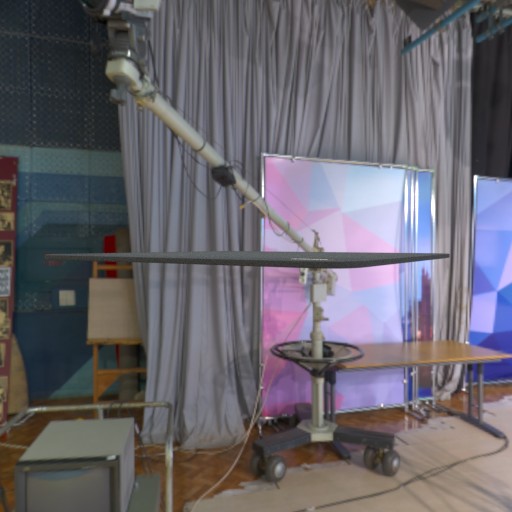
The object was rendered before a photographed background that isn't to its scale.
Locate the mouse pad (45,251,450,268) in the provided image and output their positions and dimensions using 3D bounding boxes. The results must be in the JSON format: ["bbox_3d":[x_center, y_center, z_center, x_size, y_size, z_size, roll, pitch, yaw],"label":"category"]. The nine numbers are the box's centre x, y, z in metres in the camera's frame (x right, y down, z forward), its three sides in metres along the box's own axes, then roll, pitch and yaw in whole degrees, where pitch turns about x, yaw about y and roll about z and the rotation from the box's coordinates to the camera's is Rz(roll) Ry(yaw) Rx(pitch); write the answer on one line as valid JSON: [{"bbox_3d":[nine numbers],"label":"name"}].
[{"bbox_3d":[0.000,0.000,0.321,0.229,0.003,0.203,1,2,35],"label":"mouse pad"}]
